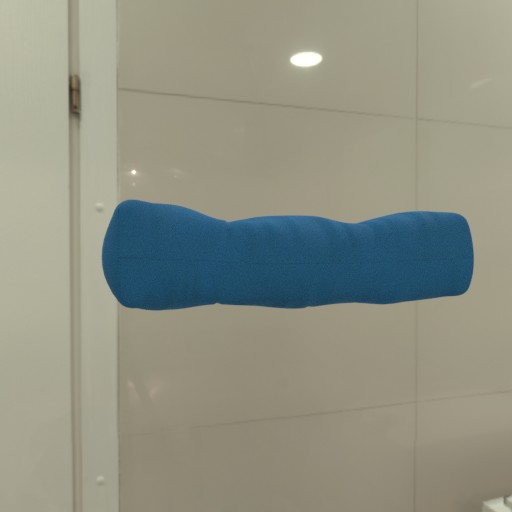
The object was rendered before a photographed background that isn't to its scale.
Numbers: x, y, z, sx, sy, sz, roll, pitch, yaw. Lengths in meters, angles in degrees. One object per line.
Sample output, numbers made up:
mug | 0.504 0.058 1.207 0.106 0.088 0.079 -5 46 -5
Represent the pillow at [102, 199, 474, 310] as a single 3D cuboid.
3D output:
pillow | 0.000 0.000 0.731 0.468 0.128 0.490 0 1 -17
